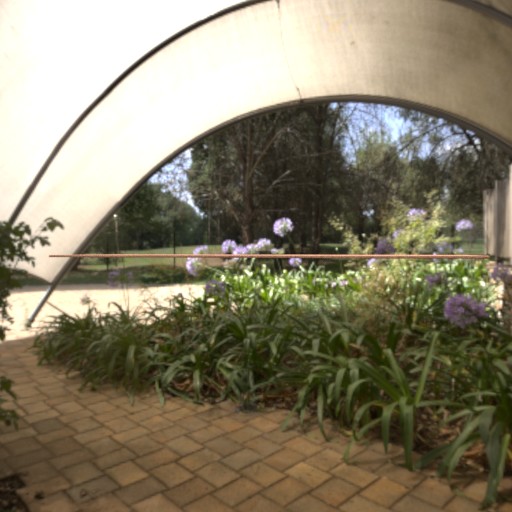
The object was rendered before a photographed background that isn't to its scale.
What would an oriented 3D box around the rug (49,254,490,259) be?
[{"bbox_3d":[0.000,0.000,2.693,2.435,0.015,0.760,0,1,17],"label":"rug"}]
